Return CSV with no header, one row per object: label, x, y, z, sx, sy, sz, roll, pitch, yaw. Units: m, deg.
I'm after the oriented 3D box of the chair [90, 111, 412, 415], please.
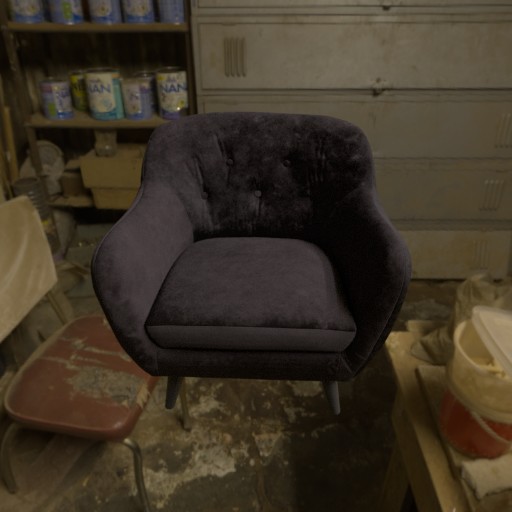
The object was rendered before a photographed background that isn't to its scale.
chair,0.000,0.000,1.531,0.840,0.807,0.819,1,31,2
